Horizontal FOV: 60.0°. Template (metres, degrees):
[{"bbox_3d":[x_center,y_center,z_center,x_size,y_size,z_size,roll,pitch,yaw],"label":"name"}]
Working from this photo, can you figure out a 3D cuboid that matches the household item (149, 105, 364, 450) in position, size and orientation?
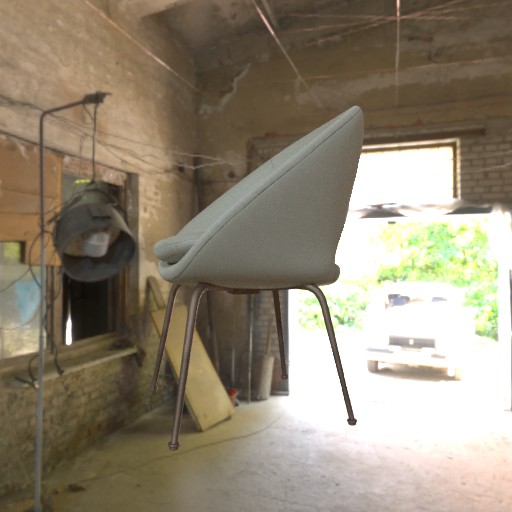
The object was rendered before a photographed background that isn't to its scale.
[{"bbox_3d":[0.000,0.000,1.281,0.573,0.852,0.623,0,0,-19],"label":"household item"}]
